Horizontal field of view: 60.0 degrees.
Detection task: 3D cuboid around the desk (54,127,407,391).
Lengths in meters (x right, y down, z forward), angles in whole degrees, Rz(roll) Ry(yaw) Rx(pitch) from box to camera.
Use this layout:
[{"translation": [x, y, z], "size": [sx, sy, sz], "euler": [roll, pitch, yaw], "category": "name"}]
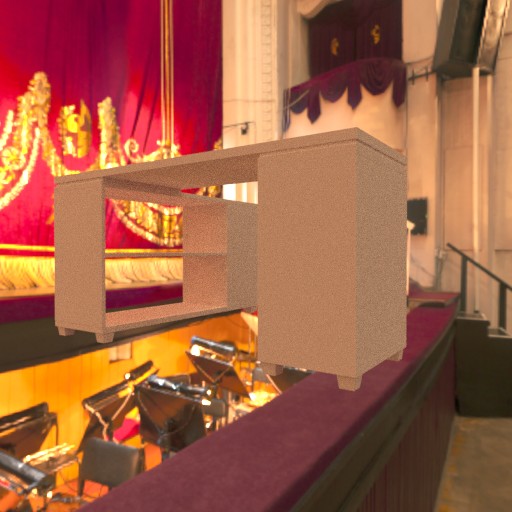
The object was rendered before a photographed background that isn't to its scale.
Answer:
[{"translation": [0.000, 0.000, 2.189], "size": [1.524, 0.759, 1.199], "euler": [1, 1, 35], "category": "desk"}]
